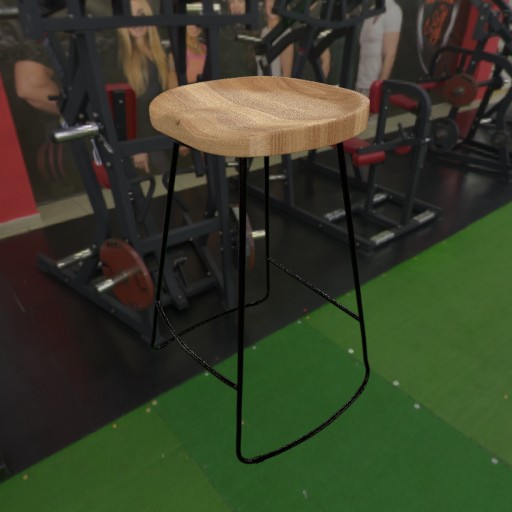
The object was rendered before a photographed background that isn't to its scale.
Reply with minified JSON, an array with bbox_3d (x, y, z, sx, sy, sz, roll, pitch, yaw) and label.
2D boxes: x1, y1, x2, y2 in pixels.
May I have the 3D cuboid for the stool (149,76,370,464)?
[{"bbox_3d":[0.000,0.000,0.971,0.401,0.679,0.480,-21,37,-31],"label":"stool"}]
